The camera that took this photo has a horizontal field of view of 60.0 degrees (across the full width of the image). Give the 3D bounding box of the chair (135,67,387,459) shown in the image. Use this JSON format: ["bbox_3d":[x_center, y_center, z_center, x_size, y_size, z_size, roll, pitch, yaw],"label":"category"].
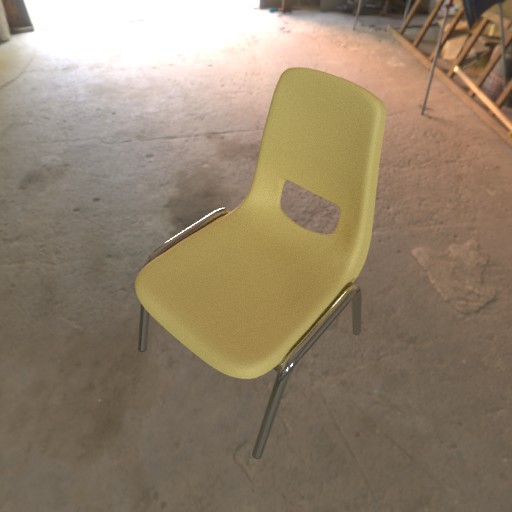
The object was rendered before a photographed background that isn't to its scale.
[{"bbox_3d":[0.000,0.000,0.794,0.354,0.536,0.385,33,54,28],"label":"chair"}]
